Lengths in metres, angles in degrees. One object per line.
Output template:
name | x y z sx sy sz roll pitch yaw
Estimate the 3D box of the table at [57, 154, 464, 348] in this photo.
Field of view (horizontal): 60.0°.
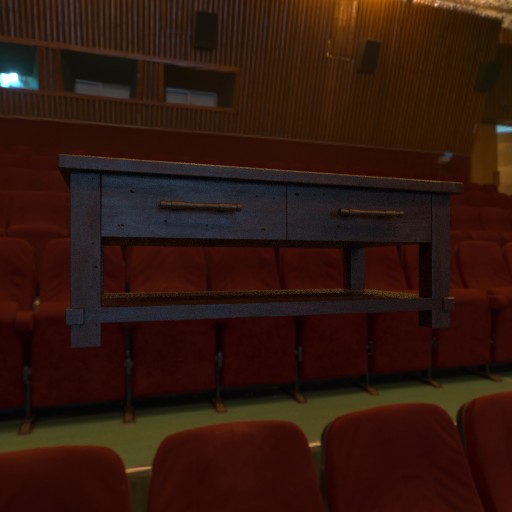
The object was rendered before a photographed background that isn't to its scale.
table | 0.000 0.000 1.623 1.270 0.494 0.700 0 -1 -18
